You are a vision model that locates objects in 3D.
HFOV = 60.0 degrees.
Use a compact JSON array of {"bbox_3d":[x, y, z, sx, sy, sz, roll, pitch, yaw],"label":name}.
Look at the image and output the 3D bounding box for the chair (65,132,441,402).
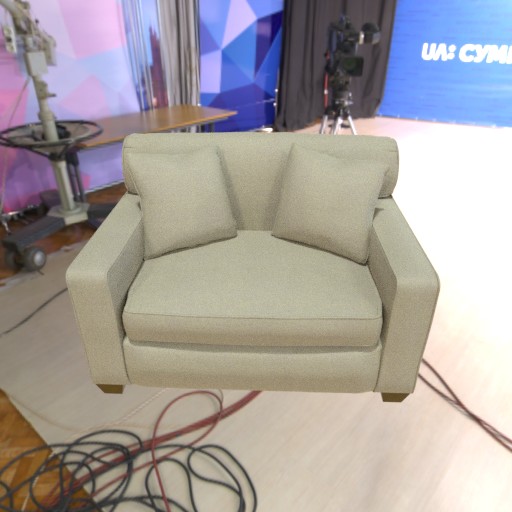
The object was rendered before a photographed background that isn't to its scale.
[{"bbox_3d":[0.000,0.000,2.073,1.383,0.948,1.000,1,30,2],"label":"chair"}]
